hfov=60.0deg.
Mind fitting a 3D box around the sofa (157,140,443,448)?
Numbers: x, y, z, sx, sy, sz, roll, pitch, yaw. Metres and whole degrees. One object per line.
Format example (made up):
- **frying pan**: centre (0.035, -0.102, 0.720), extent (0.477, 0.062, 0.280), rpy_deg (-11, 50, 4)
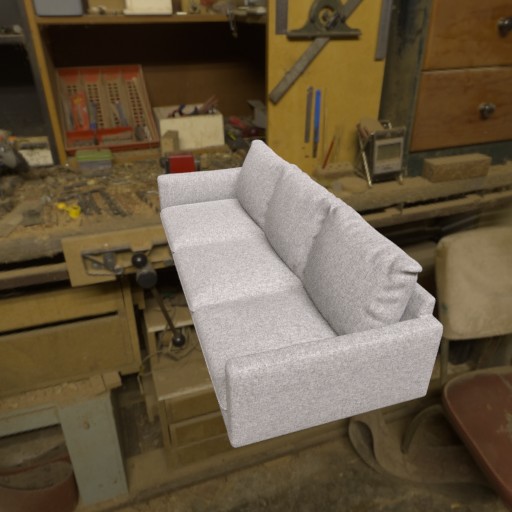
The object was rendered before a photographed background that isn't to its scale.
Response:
- **sofa**: centre (0.000, 0.000, 2.442), extent (0.850, 0.830, 2.000), rpy_deg (-9, 31, -15)
